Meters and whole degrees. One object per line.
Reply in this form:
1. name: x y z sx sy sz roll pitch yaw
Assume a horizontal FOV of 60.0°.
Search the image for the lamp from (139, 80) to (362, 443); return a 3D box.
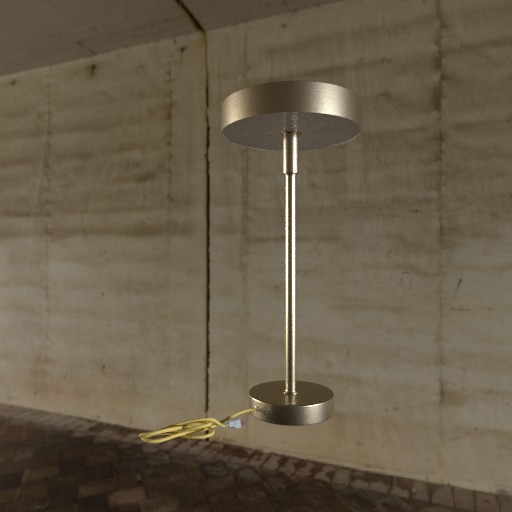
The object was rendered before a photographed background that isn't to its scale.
1. lamp: 0.000 0.000 0.692 0.369 0.508 0.229 0 0 -35
